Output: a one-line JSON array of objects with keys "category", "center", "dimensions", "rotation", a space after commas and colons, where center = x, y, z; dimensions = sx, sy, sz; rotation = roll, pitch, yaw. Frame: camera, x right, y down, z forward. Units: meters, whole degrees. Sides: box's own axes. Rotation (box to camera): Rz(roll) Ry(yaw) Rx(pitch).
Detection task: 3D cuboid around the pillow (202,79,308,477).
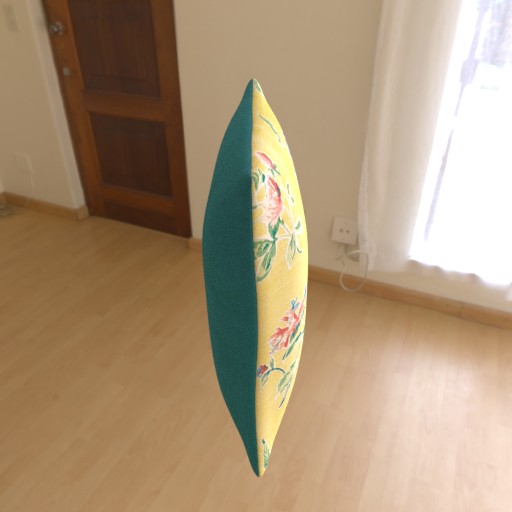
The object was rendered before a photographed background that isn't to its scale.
[{"category": "pillow", "center": [0.000, 0.000, 0.793], "dimensions": [0.166, 0.508, 0.525], "rotation": [0, 32, 0]}]
